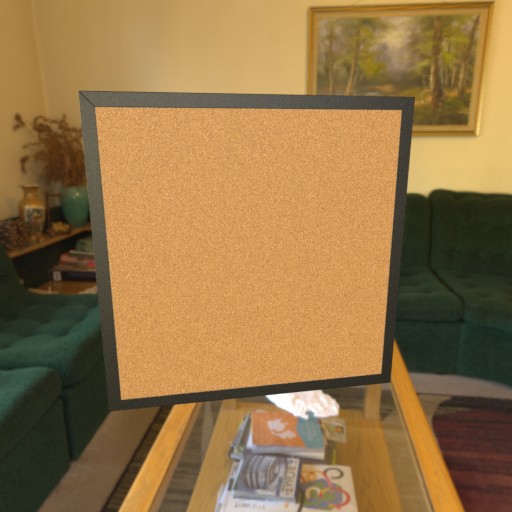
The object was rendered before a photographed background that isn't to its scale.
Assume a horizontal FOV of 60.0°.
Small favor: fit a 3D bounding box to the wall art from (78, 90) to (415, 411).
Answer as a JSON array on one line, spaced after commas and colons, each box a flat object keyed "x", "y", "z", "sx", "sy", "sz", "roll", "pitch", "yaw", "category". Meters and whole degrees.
[{"x": 0.000, "y": 0.000, "z": 0.740, "sx": 0.508, "sy": 0.508, "sz": 0.036, "roll": -3, "pitch": 15, "yaw": -10, "category": "wall art"}]
